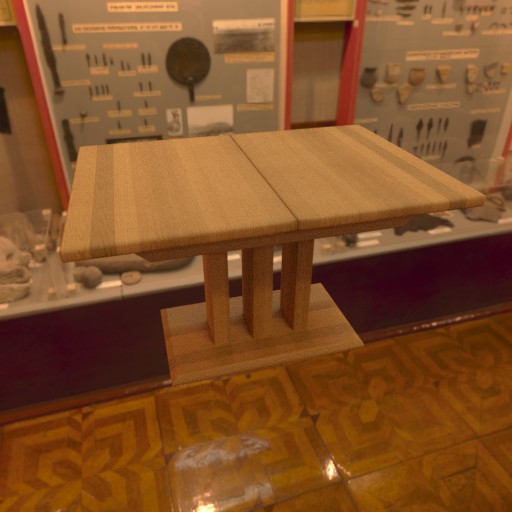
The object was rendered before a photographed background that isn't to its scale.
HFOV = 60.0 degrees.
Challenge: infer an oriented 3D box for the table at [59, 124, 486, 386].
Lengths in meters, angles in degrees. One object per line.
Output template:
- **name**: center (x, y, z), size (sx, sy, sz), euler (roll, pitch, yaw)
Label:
- **table**: center (0.000, 0.000, 1.848), size (1.300, 0.770, 0.900), euler (-8, 32, -13)
